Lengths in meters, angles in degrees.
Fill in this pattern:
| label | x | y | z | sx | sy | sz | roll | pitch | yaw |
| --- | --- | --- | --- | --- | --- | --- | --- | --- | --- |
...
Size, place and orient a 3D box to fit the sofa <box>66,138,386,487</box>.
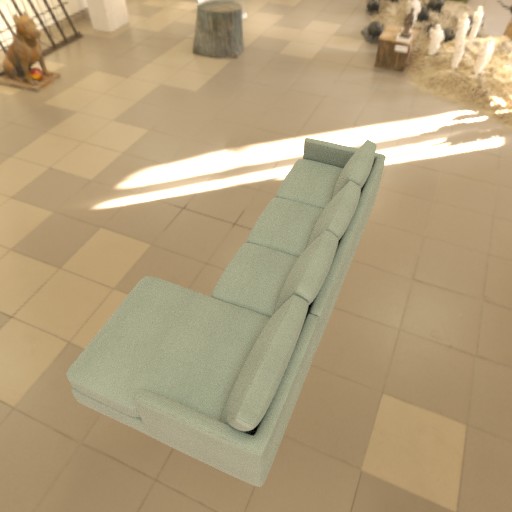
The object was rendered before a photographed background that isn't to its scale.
| label | x | y | z | sx | sy | sz | roll | pitch | yaw |
| --- | --- | --- | --- | --- | --- | --- | --- | --- | --- |
| sofa | 0.000 | 0.000 | 4.084 | 1.604 | 0.950 | 3.471 | 17 | 49 | 16 |
